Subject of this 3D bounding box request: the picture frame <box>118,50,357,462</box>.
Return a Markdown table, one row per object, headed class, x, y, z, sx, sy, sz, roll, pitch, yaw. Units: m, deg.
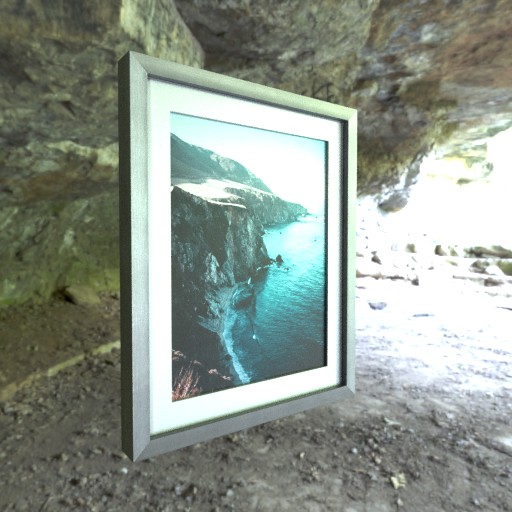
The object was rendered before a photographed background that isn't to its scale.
| class | x | y | z | sx | sy | sz | roll | pitch | yaw |
| --- | --- | --- | --- | --- | --- | --- | --- | --- | --- |
| picture frame | 0.000 | 0.000 | 0.747 | 0.449 | 0.555 | 0.046 | -1 | 2 | -36 |
